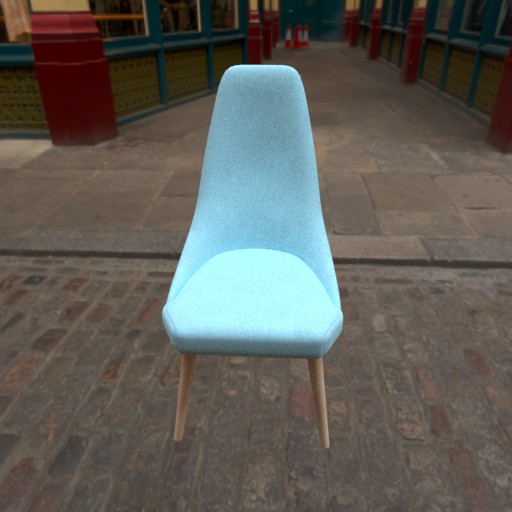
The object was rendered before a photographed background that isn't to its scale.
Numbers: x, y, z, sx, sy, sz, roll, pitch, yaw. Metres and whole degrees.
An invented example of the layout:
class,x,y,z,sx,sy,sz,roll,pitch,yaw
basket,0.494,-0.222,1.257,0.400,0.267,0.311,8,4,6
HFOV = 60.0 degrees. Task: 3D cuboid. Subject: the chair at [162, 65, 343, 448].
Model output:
class,x,y,z,sx,sy,sz,roll,pitch,yaw
chair,0.000,0.000,1.393,0.510,1.040,0.660,2,30,3
